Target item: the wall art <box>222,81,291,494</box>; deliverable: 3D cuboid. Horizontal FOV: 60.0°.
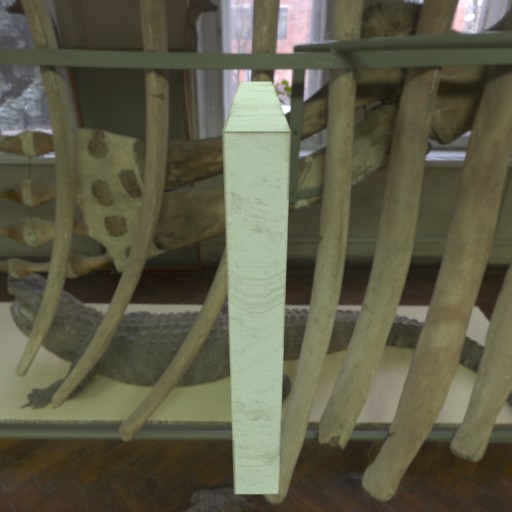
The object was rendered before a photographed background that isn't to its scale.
[{"bbox_3d":[0.000,0.000,0.448,0.038,0.303,0.305,0,26,0],"label":"wall art"}]
